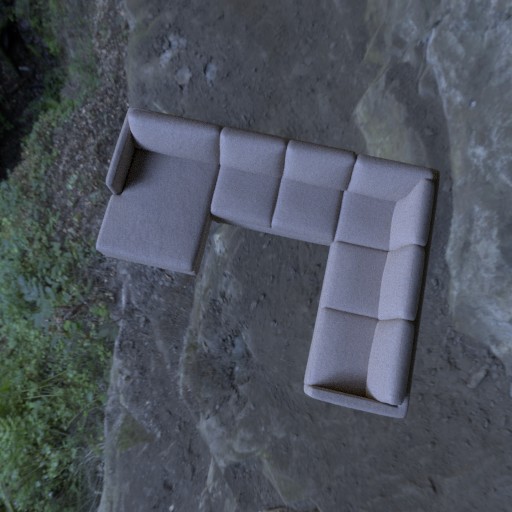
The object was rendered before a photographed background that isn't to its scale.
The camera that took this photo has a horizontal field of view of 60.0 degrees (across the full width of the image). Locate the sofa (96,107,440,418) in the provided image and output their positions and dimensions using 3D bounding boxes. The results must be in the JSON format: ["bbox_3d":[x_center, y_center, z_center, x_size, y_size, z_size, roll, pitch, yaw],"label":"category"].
[{"bbox_3d":[0.000,0.000,4.648,3.403,0.889,2.551,12,77,3],"label":"sofa"}]
